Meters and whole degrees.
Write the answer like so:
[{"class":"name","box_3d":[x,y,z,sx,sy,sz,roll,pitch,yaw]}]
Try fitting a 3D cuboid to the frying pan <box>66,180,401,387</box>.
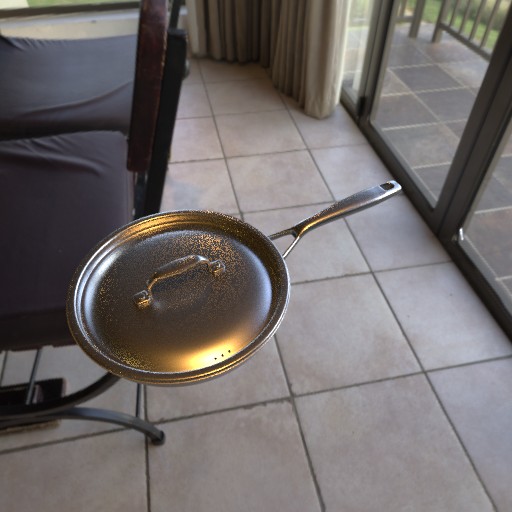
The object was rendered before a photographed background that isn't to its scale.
[{"class":"frying pan","box_3d":[0.000,0.000,0.596,0.490,0.086,0.272,-23,51,-20]}]
